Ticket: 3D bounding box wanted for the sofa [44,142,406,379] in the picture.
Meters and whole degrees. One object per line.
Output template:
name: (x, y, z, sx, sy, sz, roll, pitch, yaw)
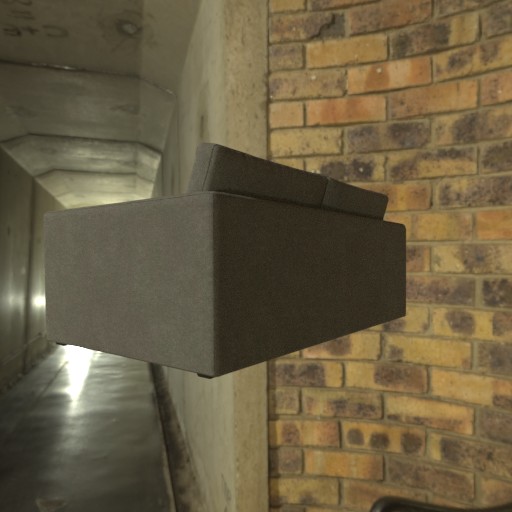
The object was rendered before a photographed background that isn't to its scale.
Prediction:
sofa: (0.000, 0.000, 2.520, 1.091, 0.845, 1.909, 0, 0, 37)
